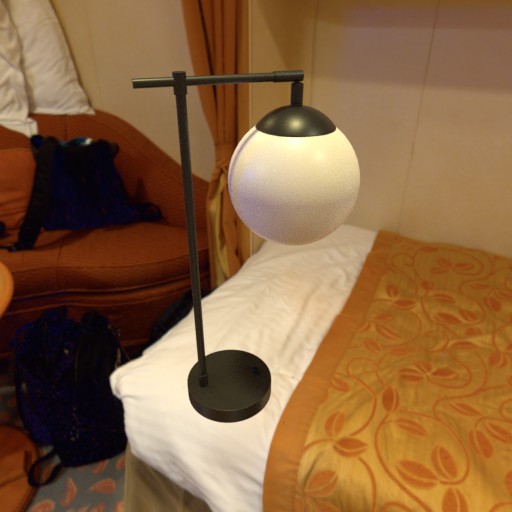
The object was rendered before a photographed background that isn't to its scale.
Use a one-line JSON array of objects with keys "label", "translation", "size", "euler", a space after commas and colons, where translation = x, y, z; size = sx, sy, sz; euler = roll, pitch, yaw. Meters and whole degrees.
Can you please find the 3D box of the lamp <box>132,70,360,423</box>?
[{"label": "lamp", "translation": [0.000, 0.000, 0.713], "size": [0.316, 0.559, 0.197], "euler": [-9, 31, -16]}]
